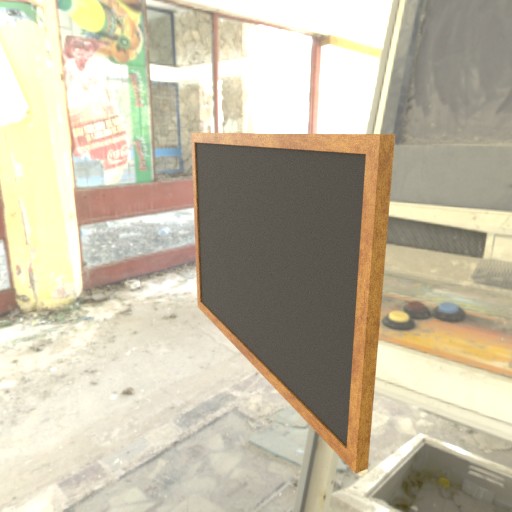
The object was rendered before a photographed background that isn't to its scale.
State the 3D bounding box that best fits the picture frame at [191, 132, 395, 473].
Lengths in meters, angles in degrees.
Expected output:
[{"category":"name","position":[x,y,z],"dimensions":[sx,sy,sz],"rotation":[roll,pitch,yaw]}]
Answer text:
[{"category":"picture frame","position":[0.000,0.000,1.162],"dimensions":[0.029,0.621,0.922],"rotation":[-8,17,-25]}]
